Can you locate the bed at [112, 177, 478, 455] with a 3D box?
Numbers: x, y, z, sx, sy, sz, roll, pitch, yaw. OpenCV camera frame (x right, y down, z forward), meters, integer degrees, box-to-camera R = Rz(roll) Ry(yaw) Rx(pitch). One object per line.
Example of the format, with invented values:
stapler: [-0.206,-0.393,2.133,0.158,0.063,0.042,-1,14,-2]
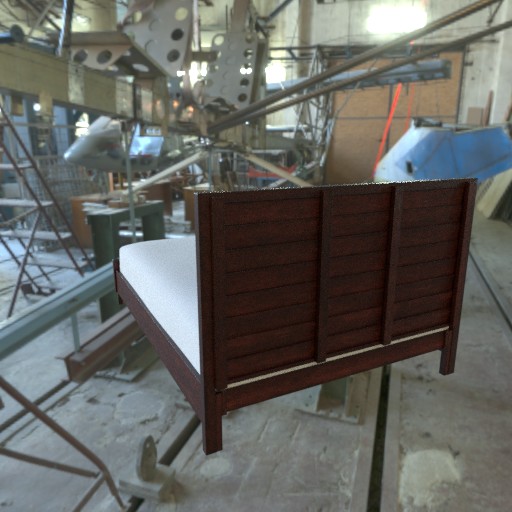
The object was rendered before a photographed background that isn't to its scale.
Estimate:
bed: [0.000,0.000,3.959,2.040,1.492,2.803,-7,16,-26]
